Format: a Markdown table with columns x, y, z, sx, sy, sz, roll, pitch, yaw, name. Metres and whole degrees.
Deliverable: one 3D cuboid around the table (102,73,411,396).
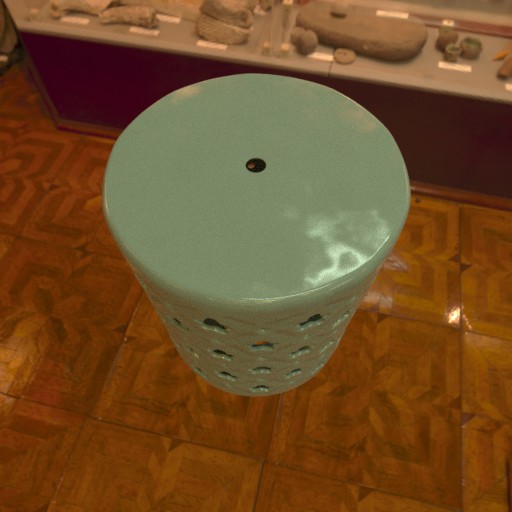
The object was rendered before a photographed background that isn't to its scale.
| x | y | z | sx | sy | sz | roll | pitch | yaw | name |
| --- | --- | --- | --- | --- | --- | --- | --- | --- | --- |
| 0.000 | 0.000 | 0.664 | 0.352 | 0.387 | 0.352 | 0 | 58 | 0 | table |
